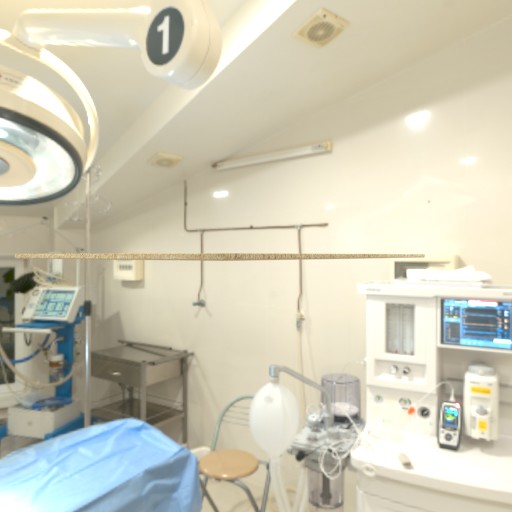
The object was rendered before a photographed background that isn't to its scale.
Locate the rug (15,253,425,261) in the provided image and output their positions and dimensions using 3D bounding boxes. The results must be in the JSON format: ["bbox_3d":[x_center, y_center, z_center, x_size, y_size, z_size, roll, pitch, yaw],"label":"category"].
[{"bbox_3d":[0.000,0.000,2.868,1.500,0.025,2.349,0,0,36],"label":"rug"}]
